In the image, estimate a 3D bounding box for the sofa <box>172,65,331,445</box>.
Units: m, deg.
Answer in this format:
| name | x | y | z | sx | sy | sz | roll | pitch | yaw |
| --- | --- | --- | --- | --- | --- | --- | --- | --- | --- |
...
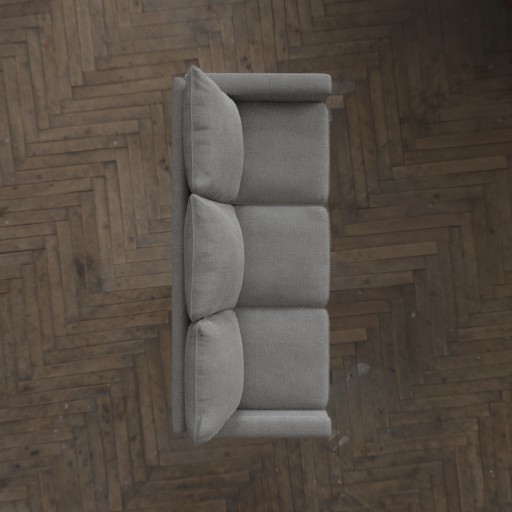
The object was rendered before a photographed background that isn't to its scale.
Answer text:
| name | x | y | z | sx | sy | sz | roll | pitch | yaw |
| --- | --- | --- | --- | --- | --- | --- | --- | --- | --- |
| sofa | 0.000 | 0.000 | 2.472 | 0.828 | 0.959 | 1.925 | 0 | 90 | 0 |
